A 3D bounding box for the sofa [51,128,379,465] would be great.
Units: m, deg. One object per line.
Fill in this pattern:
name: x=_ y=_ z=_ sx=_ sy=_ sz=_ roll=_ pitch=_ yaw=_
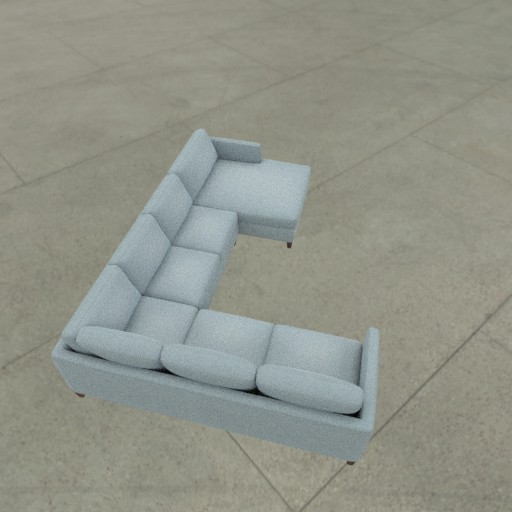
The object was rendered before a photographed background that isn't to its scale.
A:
sofa: x=0.000 y=0.000 z=4.567 sx=2.551 sy=0.889 sz=3.403 roll=10 pitch=47 yaw=10
